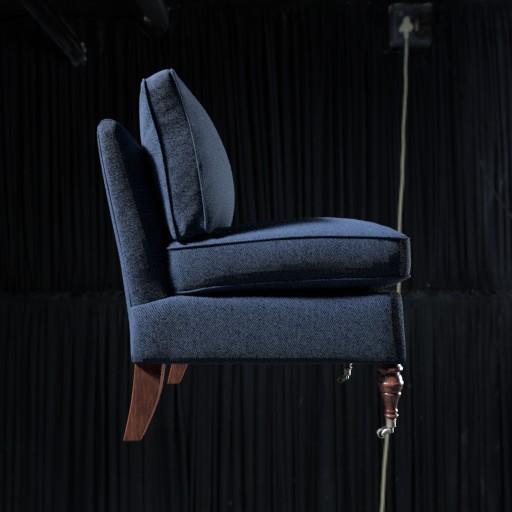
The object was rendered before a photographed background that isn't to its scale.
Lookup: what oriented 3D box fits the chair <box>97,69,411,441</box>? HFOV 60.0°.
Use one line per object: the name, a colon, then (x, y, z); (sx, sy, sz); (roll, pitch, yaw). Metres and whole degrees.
chair: (0.000, 0.000, 1.582); (0.912, 1.052, 0.724); (0, -2, 0)
